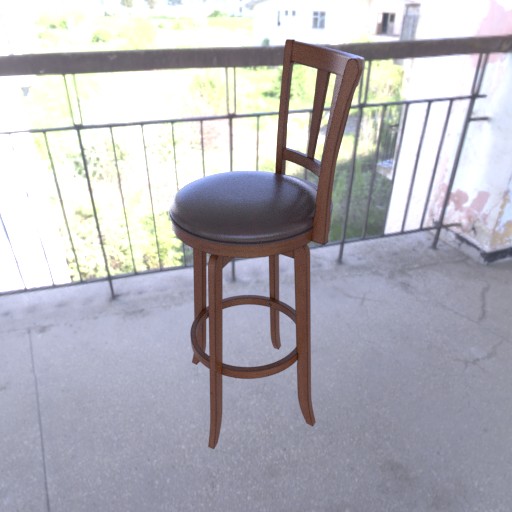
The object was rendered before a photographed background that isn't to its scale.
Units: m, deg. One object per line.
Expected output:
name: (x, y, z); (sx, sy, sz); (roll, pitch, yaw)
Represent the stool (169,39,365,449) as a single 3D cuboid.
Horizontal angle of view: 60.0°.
stool: (0.000, 0.000, 1.382); (0.503, 1.177, 0.464); (-8, 32, -13)
